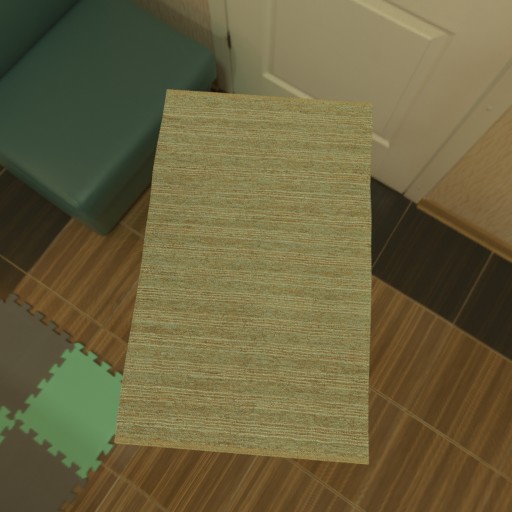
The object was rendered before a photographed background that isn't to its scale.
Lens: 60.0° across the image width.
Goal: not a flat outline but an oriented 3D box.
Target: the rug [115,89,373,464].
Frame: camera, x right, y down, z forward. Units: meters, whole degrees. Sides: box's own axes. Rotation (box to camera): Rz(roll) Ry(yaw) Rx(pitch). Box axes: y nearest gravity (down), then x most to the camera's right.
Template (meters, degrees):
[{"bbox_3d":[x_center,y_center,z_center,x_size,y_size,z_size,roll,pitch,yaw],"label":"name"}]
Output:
[{"bbox_3d":[0.000,0.000,2.958,1.540,0.012,2.448,4,75,1],"label":"rug"}]
